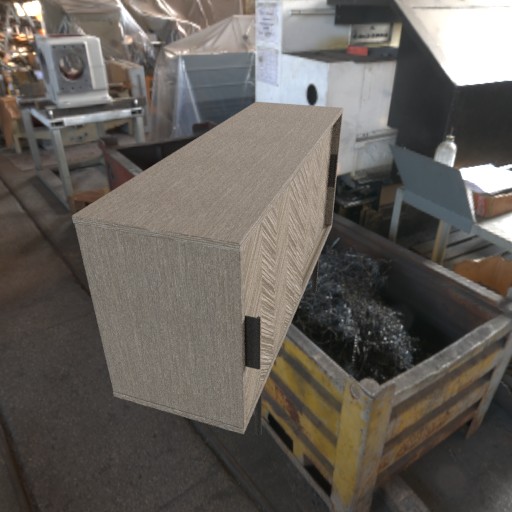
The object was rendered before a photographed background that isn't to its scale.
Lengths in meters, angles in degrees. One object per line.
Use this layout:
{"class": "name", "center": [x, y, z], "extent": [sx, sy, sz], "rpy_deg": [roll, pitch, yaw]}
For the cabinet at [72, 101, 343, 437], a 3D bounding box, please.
{"class": "cabinet", "center": [0.000, 0.000, 1.552], "extent": [0.405, 0.787, 1.194], "rpy_deg": [10, 32, 16]}
